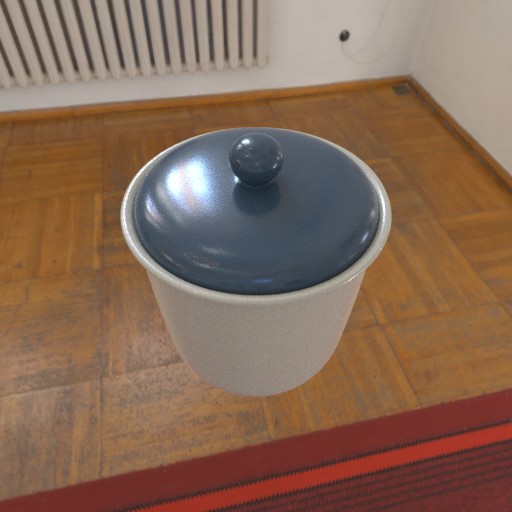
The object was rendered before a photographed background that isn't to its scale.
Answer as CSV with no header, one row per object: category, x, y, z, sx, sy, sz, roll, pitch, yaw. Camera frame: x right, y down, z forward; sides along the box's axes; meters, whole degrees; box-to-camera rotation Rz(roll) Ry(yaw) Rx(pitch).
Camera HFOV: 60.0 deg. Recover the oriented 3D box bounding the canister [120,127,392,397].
canister,0.000,0.000,0.346,0.182,0.208,0.182,0,47,0
